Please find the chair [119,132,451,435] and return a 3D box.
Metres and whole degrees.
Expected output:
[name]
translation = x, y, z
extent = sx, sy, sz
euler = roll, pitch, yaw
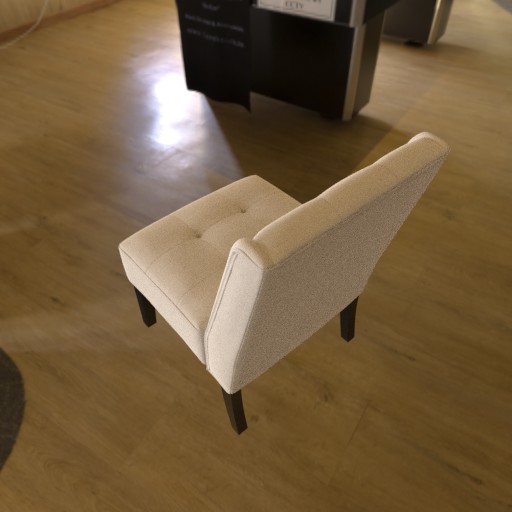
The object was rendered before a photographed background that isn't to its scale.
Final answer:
[chair]
translation = 0.000, 0.000, 1.298
extent = 0.569, 0.853, 0.676
euler = -32, 54, -27
